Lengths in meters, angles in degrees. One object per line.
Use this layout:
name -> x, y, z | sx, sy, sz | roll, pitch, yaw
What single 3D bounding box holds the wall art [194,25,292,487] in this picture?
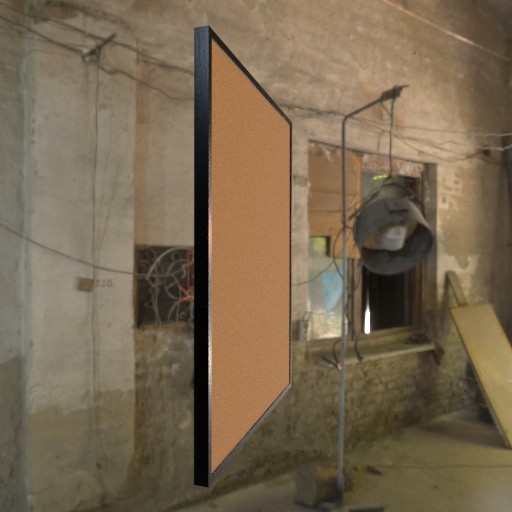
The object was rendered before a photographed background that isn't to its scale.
wall art -> 0.000, 0.000, 1.406 | 0.040, 1.062, 0.805 | 0, 1, 18
